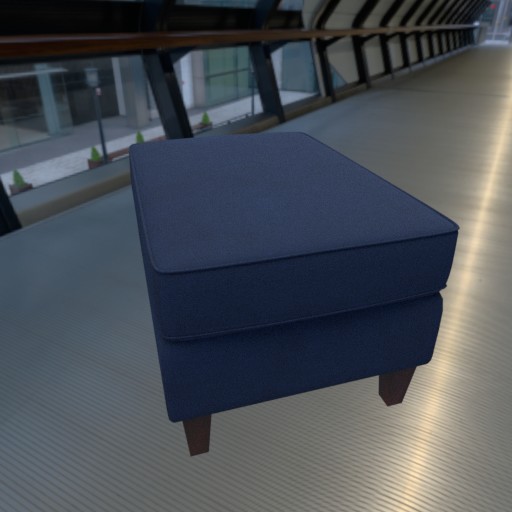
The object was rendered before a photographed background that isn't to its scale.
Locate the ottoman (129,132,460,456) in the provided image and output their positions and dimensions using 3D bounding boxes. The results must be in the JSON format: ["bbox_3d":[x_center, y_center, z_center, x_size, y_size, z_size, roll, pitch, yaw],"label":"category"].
[{"bbox_3d":[0.000,0.000,1.389,0.686,0.584,0.965,-8,30,-15],"label":"ottoman"}]
